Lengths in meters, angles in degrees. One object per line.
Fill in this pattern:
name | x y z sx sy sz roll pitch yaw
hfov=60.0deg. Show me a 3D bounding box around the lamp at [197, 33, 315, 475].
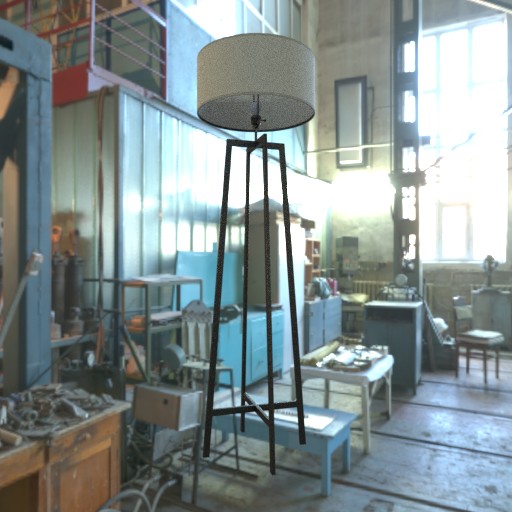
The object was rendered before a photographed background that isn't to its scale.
lamp | 0.000 0.000 1.727 0.456 1.510 0.457 0 0 -17
